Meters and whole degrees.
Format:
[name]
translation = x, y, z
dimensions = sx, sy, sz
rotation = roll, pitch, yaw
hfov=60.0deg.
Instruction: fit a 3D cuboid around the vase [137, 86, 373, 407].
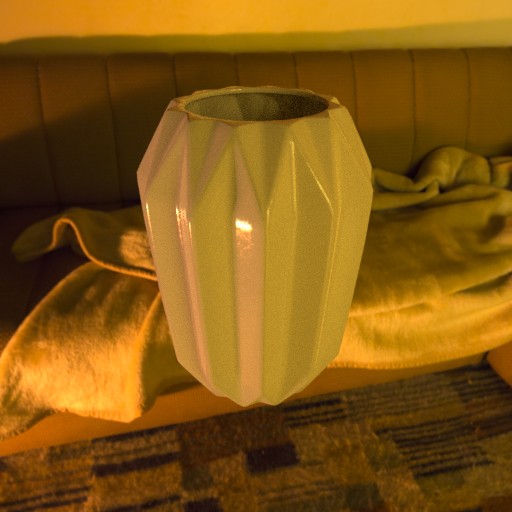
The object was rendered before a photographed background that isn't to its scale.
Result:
[vase]
translation = 0.000, 0.000, 0.409
dimensions = 0.195, 0.275, 0.195
rotation = 0, 32, 0
